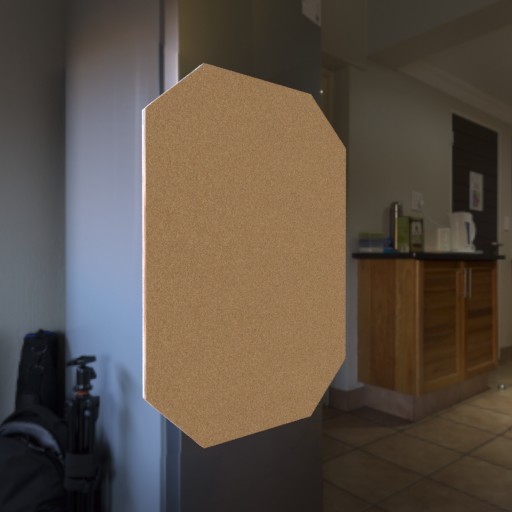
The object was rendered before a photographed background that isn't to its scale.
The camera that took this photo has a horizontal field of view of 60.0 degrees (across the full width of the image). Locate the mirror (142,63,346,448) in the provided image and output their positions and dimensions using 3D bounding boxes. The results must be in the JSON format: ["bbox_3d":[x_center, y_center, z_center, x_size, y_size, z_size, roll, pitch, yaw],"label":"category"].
[{"bbox_3d":[0.000,0.000,1.306,0.709,1.015,0.061,0,1,-37],"label":"mirror"}]
